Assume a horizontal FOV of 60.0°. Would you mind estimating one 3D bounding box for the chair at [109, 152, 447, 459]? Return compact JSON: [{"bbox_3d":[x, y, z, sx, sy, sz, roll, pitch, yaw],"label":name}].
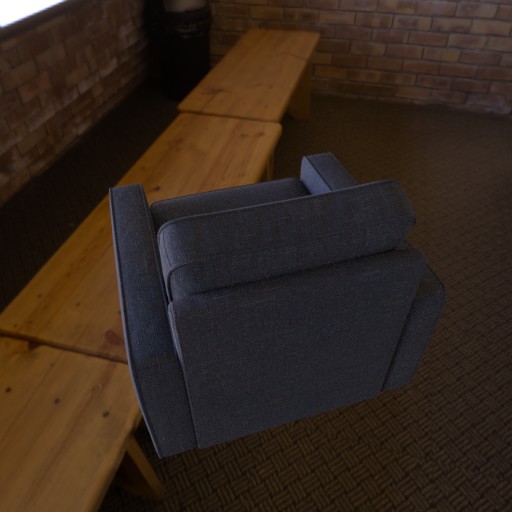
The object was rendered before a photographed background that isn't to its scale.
[{"bbox_3d":[0.000,0.000,1.677,1.017,0.919,0.940,-12,44,-13],"label":"chair"}]
